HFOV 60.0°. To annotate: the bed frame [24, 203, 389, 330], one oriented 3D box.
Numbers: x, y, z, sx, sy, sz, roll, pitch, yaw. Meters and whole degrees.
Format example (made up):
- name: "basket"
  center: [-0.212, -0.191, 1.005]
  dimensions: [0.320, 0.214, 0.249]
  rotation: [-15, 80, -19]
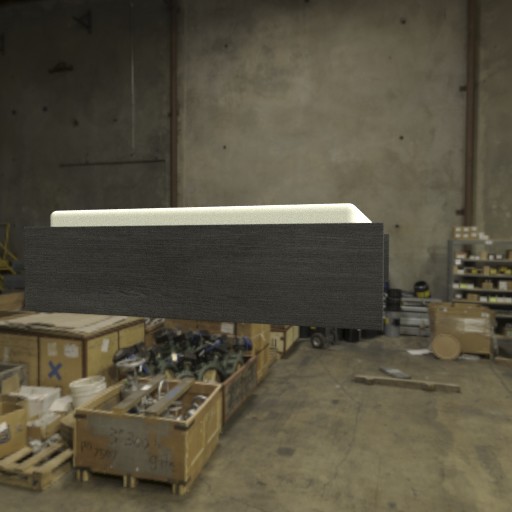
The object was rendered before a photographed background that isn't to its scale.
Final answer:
- name: "bed frame"
  center: [0.000, 0.000, 2.622]
  dimensions: [1.490, 0.432, 1.950]
  rotation: [1, 2, 17]
